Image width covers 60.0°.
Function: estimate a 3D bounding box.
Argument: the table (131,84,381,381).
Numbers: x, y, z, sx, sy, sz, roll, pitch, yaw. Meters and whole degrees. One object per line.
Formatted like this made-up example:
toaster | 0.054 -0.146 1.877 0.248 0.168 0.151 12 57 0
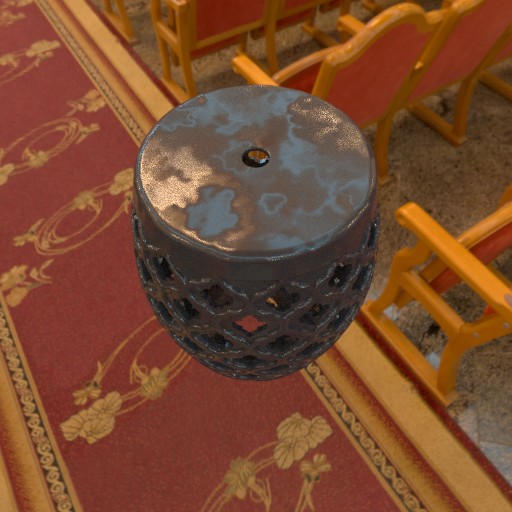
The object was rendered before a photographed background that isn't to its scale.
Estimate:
table | 0.000 0.000 0.636 0.325 0.388 0.325 0 57 0
